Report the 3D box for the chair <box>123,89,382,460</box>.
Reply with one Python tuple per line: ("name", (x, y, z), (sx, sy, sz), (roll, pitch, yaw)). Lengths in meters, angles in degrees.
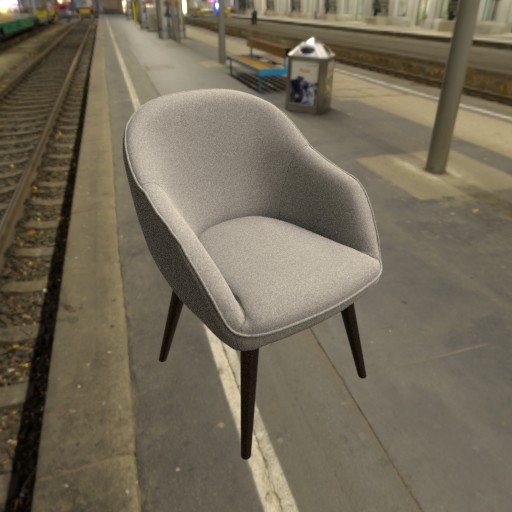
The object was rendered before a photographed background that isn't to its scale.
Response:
("chair", (0.000, 0.000, 1.250), (0.589, 0.810, 0.611), (-21, 36, -33))
